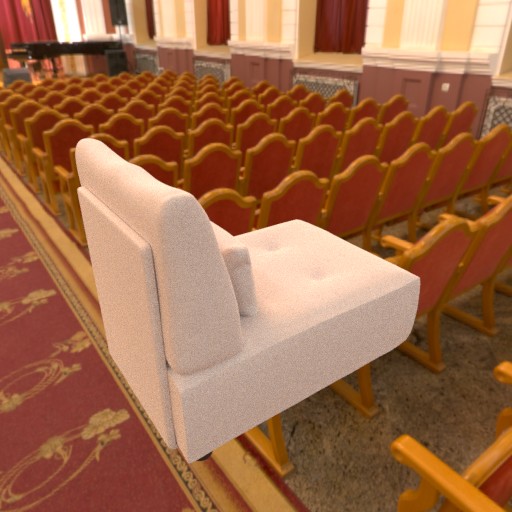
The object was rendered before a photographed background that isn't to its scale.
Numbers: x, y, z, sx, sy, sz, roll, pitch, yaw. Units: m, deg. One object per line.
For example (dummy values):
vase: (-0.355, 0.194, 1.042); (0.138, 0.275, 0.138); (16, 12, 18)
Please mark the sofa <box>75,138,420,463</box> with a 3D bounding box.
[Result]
sofa: (0.000, 0.000, 1.572); (1.000, 0.820, 0.700); (-18, 32, -31)
